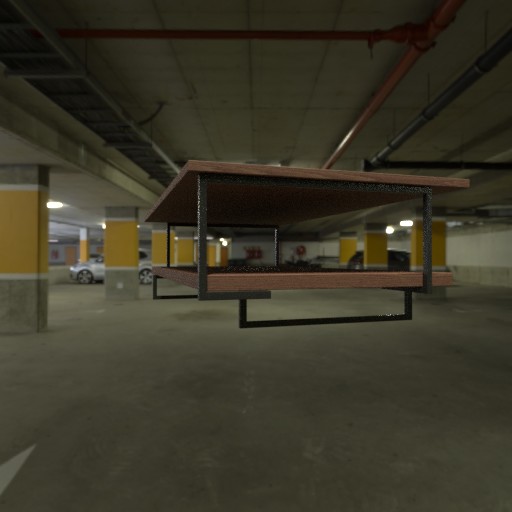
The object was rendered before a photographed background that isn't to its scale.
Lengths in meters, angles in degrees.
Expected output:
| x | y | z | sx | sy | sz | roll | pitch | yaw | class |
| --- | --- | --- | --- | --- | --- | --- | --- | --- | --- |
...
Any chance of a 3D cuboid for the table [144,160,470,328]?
| x | y | z | sx | sy | sz | roll | pitch | yaw | class |
| --- | --- | --- | --- | --- | --- | --- | --- | --- | --- |
| 0.000 | 0.000 | 1.491 | 0.651 | 0.347 | 1.197 | 0 | 0 | -18 | table |
